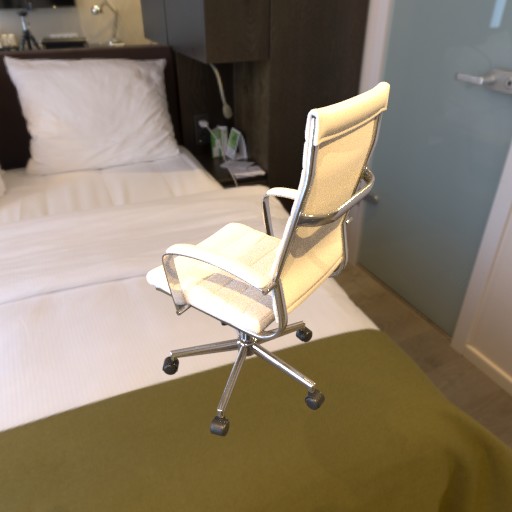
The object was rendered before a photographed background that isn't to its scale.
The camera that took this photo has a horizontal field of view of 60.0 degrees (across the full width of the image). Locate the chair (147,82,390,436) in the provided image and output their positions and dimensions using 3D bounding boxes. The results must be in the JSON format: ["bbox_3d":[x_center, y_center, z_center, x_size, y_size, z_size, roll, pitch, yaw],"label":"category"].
[{"bbox_3d":[0.000,0.000,1.548,0.679,1.149,0.679,20,36,29],"label":"chair"}]
